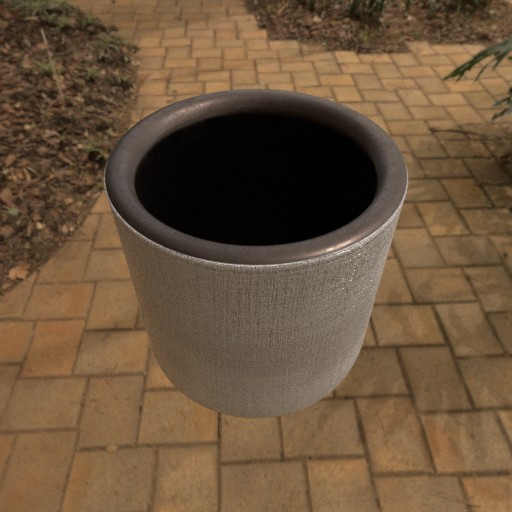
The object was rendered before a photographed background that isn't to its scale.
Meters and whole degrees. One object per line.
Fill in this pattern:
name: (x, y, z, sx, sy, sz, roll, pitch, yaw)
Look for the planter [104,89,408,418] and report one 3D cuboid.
planter: (0.000, 0.000, 0.290, 0.160, 0.156, 0.160, 0, 46, 0)
